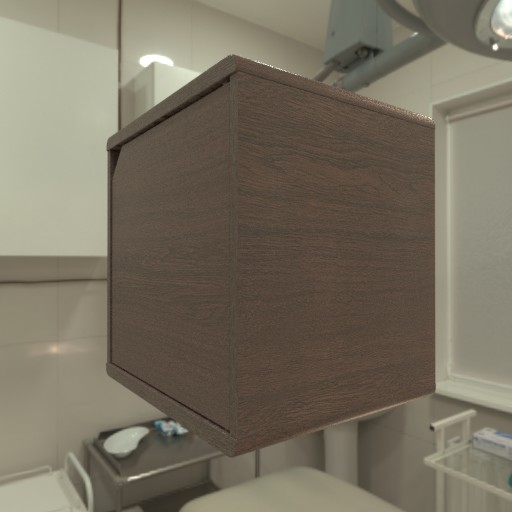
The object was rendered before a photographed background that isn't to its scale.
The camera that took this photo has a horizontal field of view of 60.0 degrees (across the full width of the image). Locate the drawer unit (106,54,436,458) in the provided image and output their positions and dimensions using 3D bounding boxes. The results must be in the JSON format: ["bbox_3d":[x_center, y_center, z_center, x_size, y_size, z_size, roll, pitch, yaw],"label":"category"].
[{"bbox_3d":[0.000,0.000,0.591,0.290,0.344,0.344,0,0,-36],"label":"drawer unit"}]
